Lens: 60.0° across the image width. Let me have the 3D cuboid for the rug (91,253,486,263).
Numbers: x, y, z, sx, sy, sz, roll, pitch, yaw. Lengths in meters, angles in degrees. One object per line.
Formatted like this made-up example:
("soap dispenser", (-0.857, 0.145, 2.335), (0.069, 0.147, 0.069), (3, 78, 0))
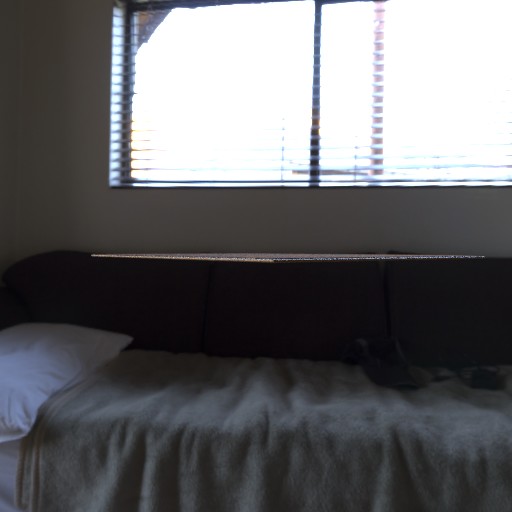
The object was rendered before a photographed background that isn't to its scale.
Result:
("rug", (0.000, 0.000, 2.255), (1.148, 0.013, 1.758), (0, 1, -36))
